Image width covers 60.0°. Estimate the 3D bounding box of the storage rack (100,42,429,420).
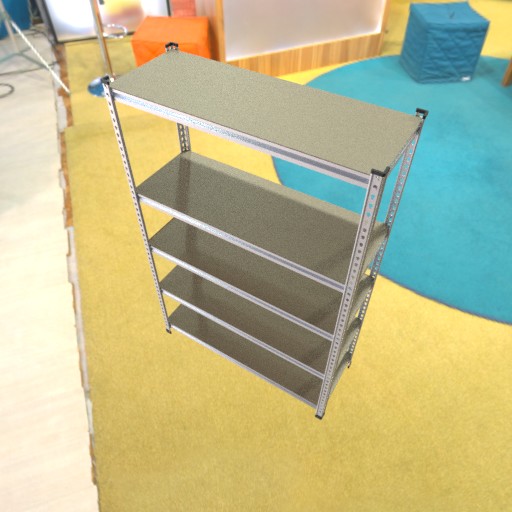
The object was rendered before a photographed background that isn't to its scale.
[{"bbox_3d":[0.000,0.000,2.382,1.219,1.829,0.457,24,51,21],"label":"storage rack"}]
